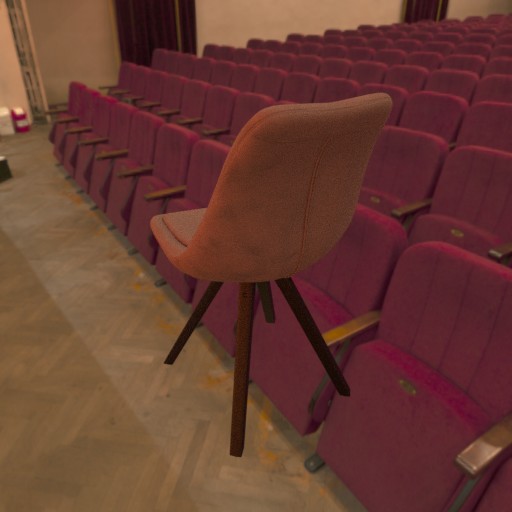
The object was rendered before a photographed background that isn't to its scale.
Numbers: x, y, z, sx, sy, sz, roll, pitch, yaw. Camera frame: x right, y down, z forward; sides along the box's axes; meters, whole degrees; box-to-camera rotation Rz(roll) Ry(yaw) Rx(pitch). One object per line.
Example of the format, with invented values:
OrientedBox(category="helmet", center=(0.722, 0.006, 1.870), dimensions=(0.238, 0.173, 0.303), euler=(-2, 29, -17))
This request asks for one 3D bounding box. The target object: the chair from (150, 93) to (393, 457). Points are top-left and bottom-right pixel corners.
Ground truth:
OrientedBox(category="chair", center=(0.000, 0.000, 1.173), dimensions=(0.483, 0.865, 0.547), euler=(-17, 33, -28))
